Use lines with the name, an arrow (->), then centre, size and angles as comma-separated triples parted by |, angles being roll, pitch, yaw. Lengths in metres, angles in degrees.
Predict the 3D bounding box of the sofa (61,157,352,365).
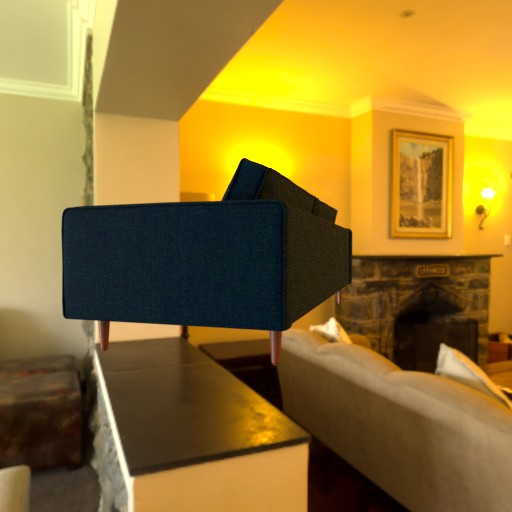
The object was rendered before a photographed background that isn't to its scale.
sofa -> 0.000, 0.000, 2.613 | 0.914, 0.762, 2.210 | 0, 1, 18
